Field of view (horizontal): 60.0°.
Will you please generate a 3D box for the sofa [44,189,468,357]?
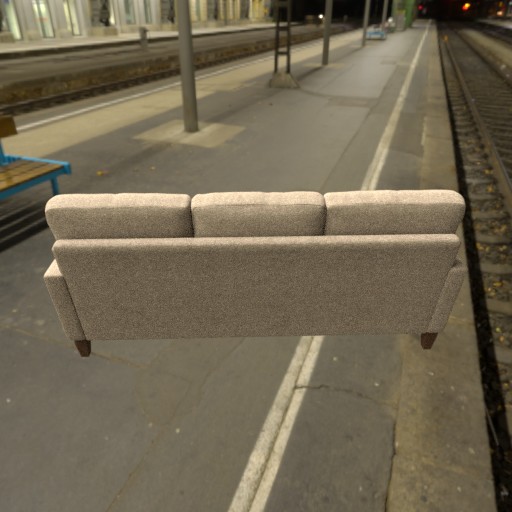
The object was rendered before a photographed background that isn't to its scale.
[{"bbox_3d":[0.000,0.000,2.603,2.115,0.984,0.888,-1,29,-2],"label":"sofa"}]
